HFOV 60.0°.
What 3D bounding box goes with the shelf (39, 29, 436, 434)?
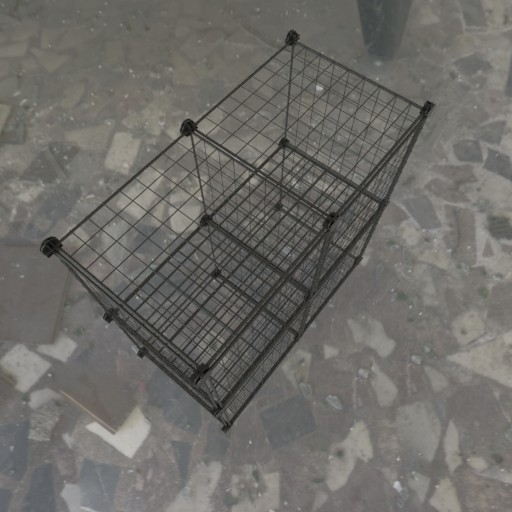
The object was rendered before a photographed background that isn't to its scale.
[{"bbox_3d":[0.000,0.000,1.120,0.356,0.711,0.711,36,68,17],"label":"shelf"}]
